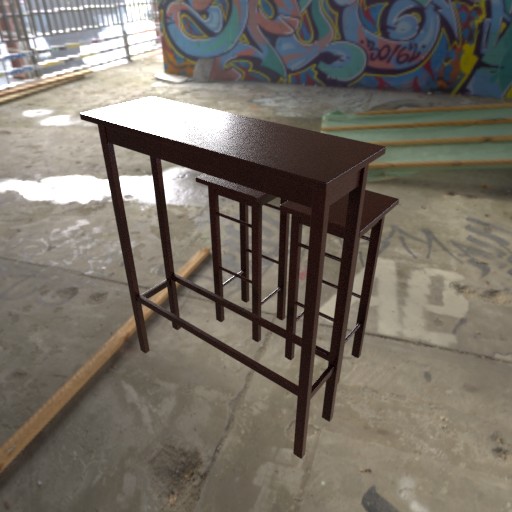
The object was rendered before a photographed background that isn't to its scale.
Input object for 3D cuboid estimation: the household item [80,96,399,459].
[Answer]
[{"bbox_3d":[0.000,0.000,1.699,0.914,1.067,0.676,23,39,31],"label":"household item"}]
